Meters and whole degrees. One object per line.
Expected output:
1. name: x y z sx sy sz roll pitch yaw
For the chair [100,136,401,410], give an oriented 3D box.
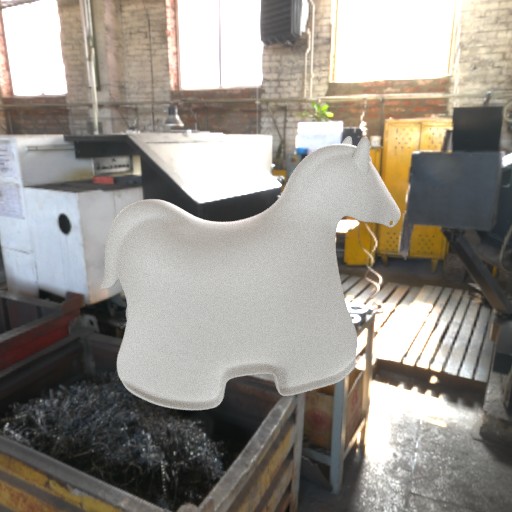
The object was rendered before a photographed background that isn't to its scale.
1. chair: 0.000 0.000 1.178 0.800 0.612 0.429 -3 16 -11
